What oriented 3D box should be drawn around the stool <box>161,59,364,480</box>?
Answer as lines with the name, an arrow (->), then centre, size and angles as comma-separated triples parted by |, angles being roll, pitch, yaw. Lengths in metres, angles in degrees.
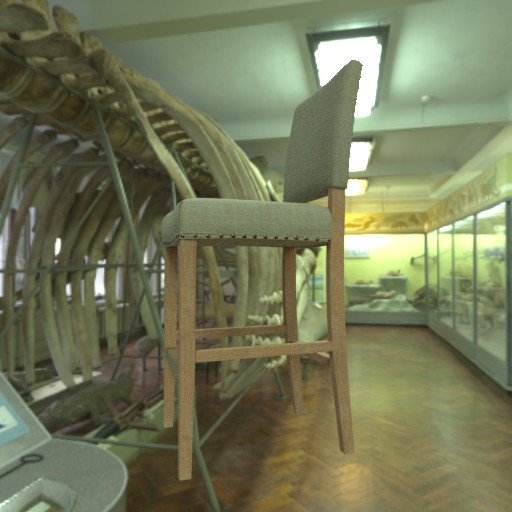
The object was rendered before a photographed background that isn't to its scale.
stool -> 0.000, 0.000, 1.475 | 0.585, 1.203, 0.445 | 0, -1, -18
